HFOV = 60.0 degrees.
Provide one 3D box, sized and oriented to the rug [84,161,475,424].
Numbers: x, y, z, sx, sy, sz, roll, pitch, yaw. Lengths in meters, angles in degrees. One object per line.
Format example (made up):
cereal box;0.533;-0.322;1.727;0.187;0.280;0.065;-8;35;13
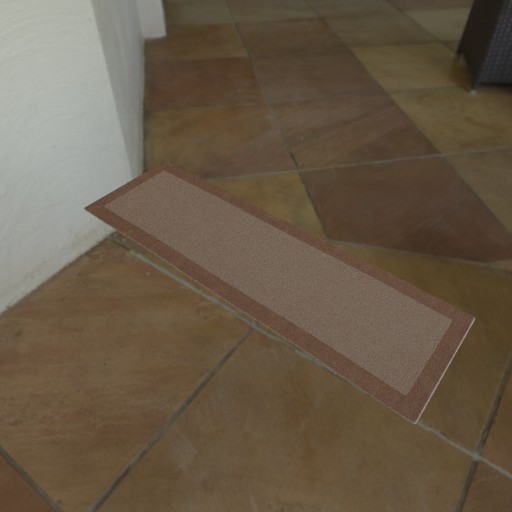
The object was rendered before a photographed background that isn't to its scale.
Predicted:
rug;0.000;0.000;2.716;2.430;0.012;0.767;30;52;26
